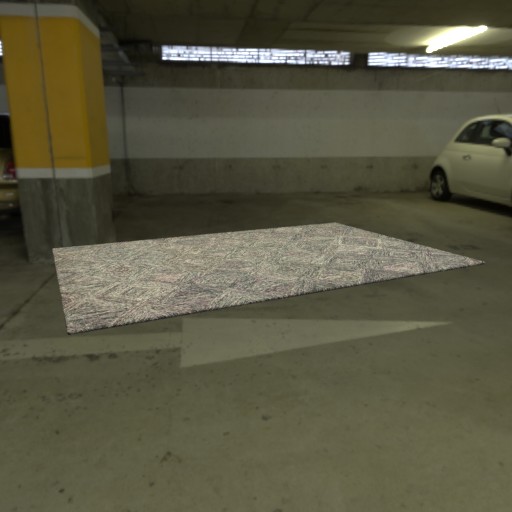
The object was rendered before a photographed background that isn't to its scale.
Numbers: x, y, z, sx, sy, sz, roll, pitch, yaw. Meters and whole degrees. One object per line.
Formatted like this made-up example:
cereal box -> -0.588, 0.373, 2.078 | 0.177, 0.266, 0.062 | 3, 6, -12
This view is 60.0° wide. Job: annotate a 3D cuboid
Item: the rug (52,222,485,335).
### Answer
rug -> 0.000, 0.000, 2.795 | 2.298, 0.017, 1.501 | -7, 16, -25
